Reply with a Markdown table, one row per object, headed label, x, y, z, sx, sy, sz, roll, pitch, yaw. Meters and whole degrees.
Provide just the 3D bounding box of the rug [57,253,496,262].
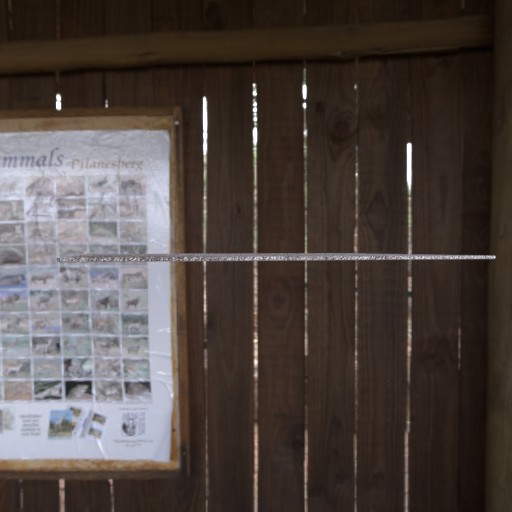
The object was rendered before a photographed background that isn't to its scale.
| label | x | y | z | sx | sy | sz | roll | pitch | yaw |
| --- | --- | --- | --- | --- | --- | --- | --- | --- | --- |
| rug | 0.000 | 0.000 | 3.996 | 3.000 | 0.025 | 2.401 | 0 | 1 | -17 |
